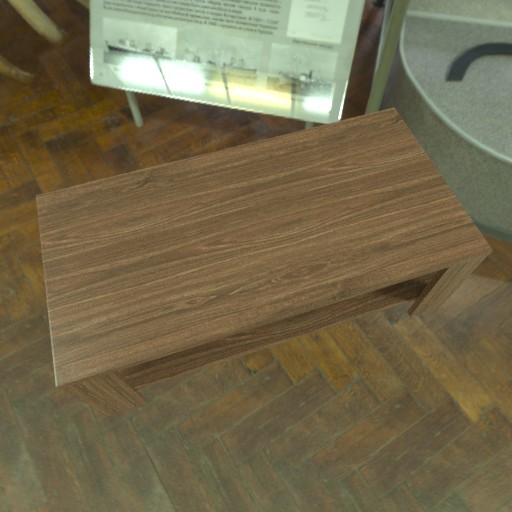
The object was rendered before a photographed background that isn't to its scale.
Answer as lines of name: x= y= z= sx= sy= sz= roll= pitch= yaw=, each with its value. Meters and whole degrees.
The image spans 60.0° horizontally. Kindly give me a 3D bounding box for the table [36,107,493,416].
table: x=0.000 y=0.000 z=1.462 sx=1.200 sy=0.400 sz=0.600 roll=-16 pitch=62 yaw=-9
